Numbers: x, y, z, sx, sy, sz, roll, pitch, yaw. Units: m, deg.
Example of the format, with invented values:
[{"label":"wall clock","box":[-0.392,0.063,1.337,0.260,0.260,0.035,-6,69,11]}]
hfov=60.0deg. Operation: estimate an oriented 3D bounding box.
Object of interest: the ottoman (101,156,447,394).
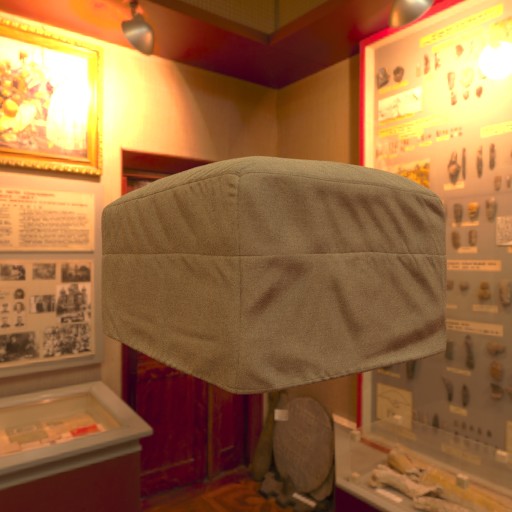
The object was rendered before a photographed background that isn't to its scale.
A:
[{"label":"ottoman","box":[0.000,0.000,1.267,0.683,0.481,0.837,0,1,-35]}]
